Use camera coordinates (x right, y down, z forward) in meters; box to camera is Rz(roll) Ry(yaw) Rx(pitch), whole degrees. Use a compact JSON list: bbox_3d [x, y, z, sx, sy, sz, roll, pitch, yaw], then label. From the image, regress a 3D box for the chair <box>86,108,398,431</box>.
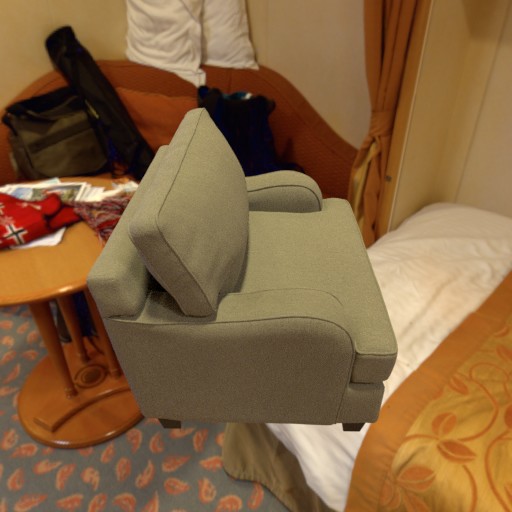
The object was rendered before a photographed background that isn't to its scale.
[{"bbox_3d":[0.000,0.000,2.013,1.041,1.016,1.220,1,34,1],"label":"chair"}]
